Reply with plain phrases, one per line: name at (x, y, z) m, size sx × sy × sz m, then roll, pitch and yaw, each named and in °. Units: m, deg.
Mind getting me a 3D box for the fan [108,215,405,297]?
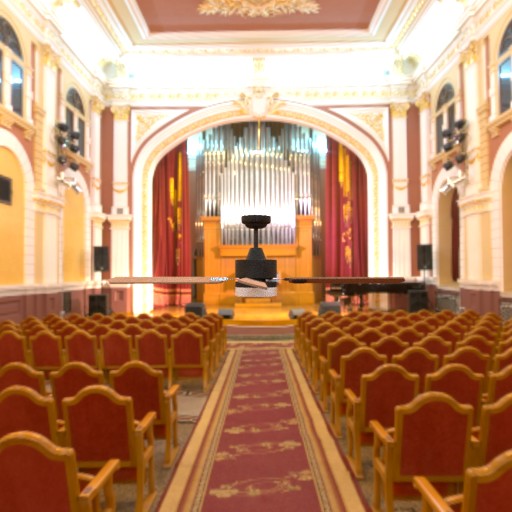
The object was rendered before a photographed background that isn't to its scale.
fan at (0.000, 0.000, 1.981) m, size 1.320 × 0.355 × 1.320 m, roll 0°, pitch -2°, yaw 1°
